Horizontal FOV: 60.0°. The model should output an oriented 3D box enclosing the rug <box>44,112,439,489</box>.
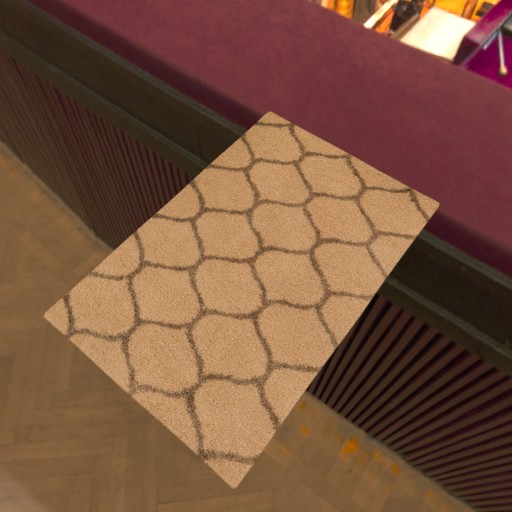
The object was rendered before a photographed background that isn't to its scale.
[{"bbox_3d":[0.000,0.000,3.453,1.801,0.026,2.701,34,65,18],"label":"rug"}]
